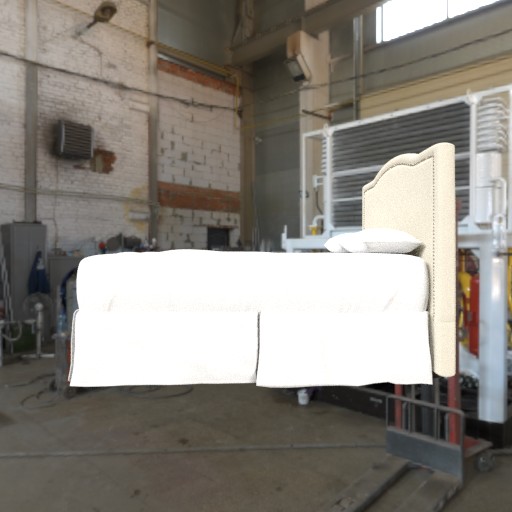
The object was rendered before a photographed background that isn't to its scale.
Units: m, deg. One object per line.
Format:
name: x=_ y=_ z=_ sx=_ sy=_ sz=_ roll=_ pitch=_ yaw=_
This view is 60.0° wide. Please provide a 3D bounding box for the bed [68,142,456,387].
bed: x=0.000 y=0.000 z=3.294 sx=2.196 sy=1.449 sz=1.741 roll=0 pitch=0 yaw=-1
